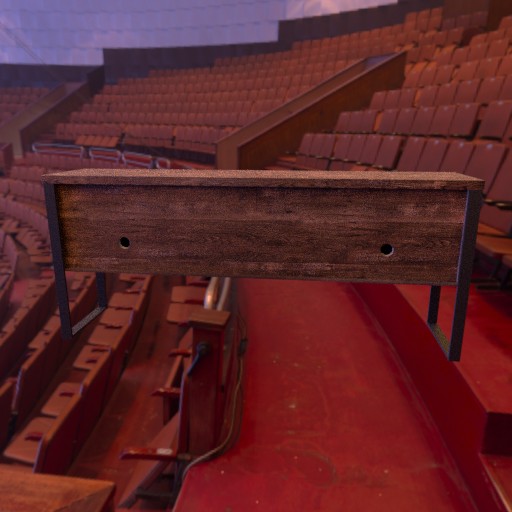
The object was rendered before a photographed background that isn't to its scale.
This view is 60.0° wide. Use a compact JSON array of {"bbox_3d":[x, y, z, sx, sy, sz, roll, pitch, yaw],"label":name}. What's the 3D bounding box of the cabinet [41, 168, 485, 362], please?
[{"bbox_3d":[0.000,0.000,2.076,1.800,0.762,0.395,2,15,7],"label":"cabinet"}]
